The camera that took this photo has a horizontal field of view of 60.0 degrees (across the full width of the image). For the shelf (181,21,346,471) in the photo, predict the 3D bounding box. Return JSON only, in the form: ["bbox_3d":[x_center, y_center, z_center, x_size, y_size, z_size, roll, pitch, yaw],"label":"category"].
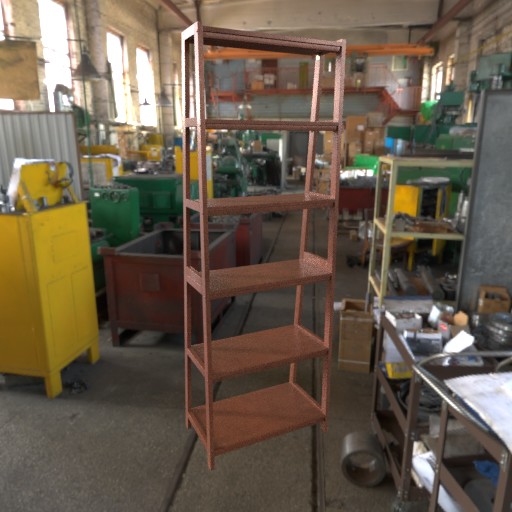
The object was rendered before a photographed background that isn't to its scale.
[{"bbox_3d":[0.000,0.000,2.122,0.660,1.892,0.382,-7,16,-25],"label":"shelf"}]
